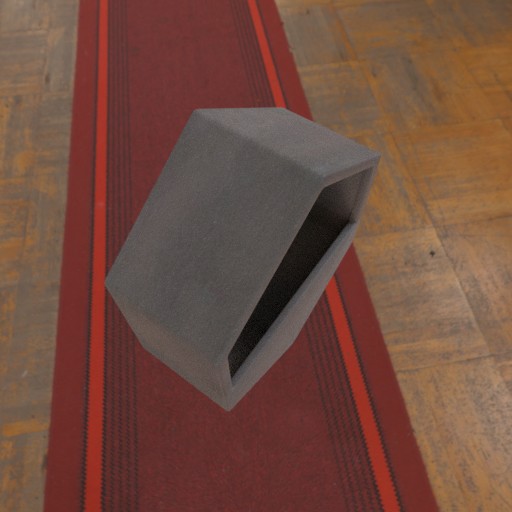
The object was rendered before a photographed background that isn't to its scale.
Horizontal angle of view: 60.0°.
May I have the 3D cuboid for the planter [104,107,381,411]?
[{"bbox_3d":[0.000,0.000,0.298,0.077,0.206,0.169,31,63,18],"label":"planter"}]
